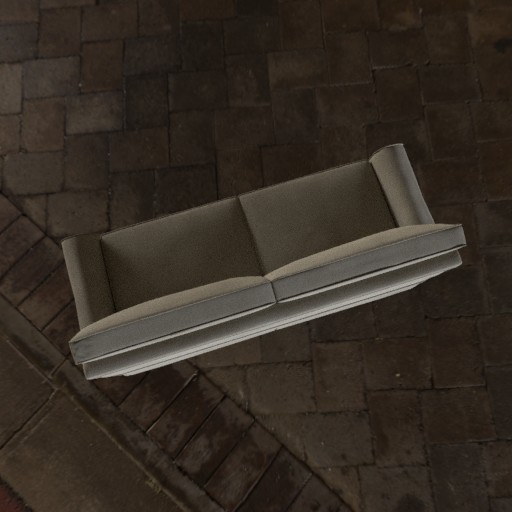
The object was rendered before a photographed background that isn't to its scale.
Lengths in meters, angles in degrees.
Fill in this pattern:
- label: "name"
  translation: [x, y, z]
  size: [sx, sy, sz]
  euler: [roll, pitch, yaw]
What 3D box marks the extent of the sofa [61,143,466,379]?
- label: "sofa"
  translation: [0.000, 0.000, 2.751]
  size: [2.246, 1.014, 0.900]
  euler: [-17, 77, -4]
